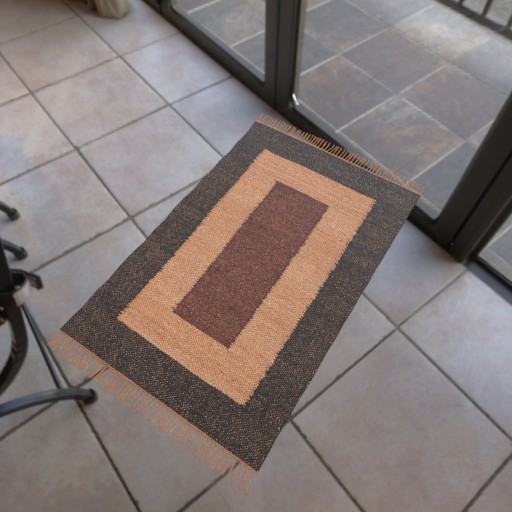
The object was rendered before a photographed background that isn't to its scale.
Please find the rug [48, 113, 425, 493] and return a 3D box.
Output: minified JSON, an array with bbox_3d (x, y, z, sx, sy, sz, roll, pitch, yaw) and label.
[{"bbox_3d":[0.000,0.000,1.881,0.920,0.013,1.541,29,63,17],"label":"rug"}]
